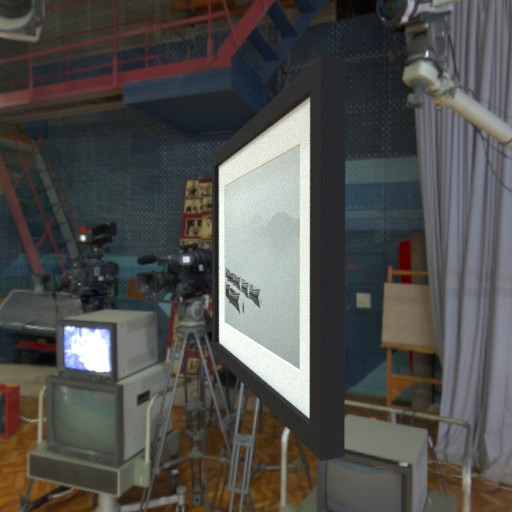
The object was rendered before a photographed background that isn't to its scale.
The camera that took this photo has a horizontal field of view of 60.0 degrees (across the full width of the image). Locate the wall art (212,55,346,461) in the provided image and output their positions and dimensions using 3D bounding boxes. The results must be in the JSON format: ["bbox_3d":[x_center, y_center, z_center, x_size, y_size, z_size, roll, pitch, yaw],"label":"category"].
[{"bbox_3d":[0.000,0.000,0.763,0.030,0.454,0.554,0,1,-18],"label":"wall art"}]
